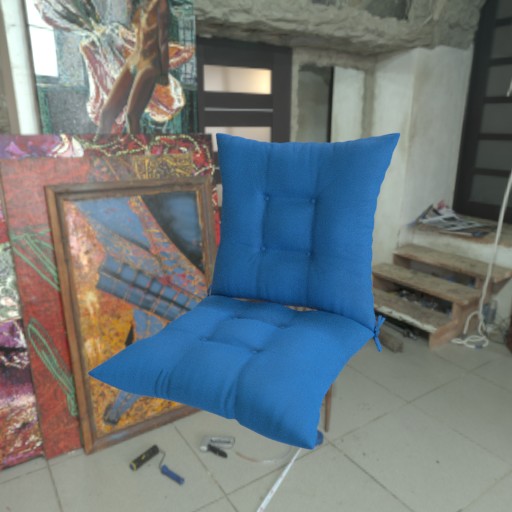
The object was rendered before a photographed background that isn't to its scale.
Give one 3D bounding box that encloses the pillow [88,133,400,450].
[{"bbox_3d":[0.000,0.000,1.006,0.541,0.536,0.585,8,18,26],"label":"pillow"}]
